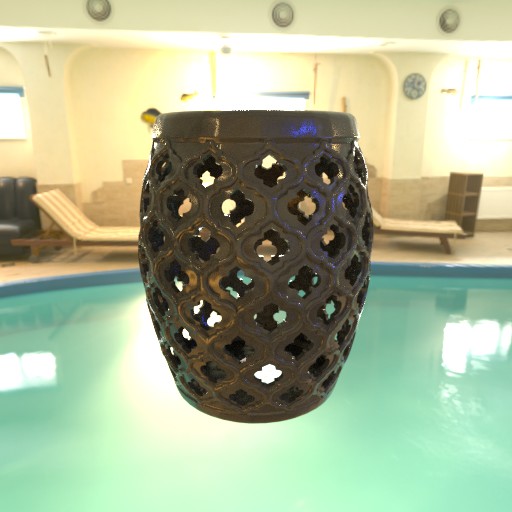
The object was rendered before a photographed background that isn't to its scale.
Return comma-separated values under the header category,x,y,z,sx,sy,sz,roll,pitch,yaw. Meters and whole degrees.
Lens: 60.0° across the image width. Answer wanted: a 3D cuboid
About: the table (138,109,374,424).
category,x,y,z,sx,sy,sz,roll,pitch,yaw
table,0.000,0.000,0.638,0.325,0.388,0.325,0,15,0
